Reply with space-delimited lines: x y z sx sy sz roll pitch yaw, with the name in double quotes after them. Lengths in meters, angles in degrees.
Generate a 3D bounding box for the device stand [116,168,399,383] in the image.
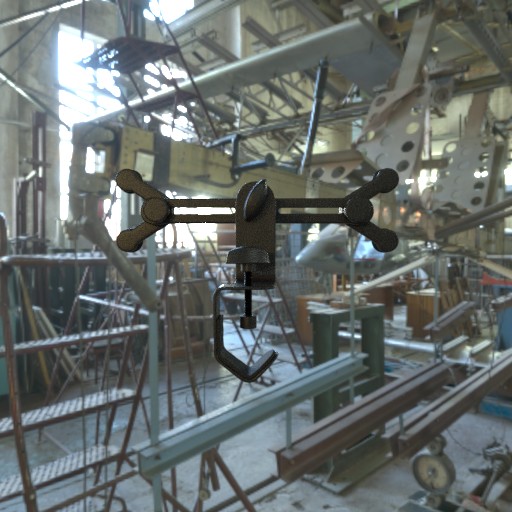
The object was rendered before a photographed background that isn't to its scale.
0.000 0.000 0.364 0.270 0.166 0.142 0 1 1 "device stand"
